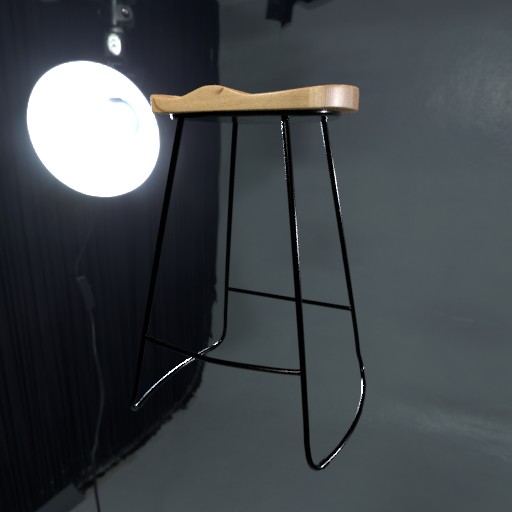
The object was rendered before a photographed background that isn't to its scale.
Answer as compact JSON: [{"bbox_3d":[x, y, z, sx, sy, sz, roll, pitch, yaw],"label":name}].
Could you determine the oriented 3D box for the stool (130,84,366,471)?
[{"bbox_3d":[0.000,0.000,0.953,0.480,0.679,0.401,7,16,25],"label":"stool"}]
